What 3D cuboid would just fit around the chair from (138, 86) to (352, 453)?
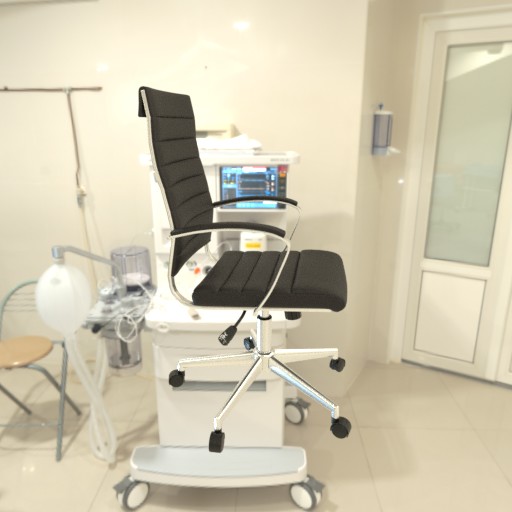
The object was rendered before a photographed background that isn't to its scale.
[{"bbox_3d":[0.000,0.000,1.636,0.739,1.149,0.766,3,17,9],"label":"chair"}]
